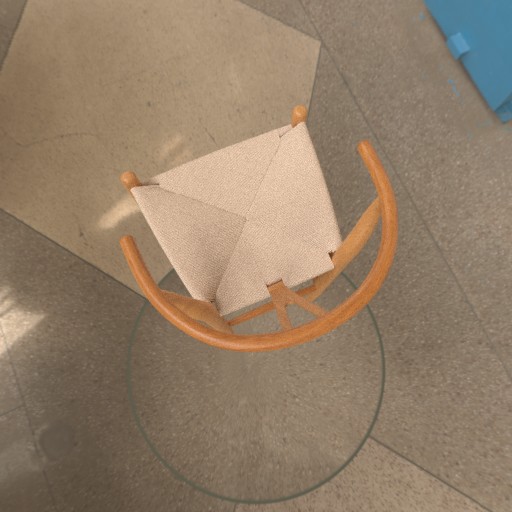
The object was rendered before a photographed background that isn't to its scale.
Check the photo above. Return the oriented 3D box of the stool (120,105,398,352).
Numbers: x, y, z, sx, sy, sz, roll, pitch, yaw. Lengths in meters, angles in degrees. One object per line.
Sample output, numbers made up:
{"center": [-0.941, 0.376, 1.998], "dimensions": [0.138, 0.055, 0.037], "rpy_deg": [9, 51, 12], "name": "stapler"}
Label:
{"center": [0.000, 0.000, 1.336], "dimensions": [0.569, 0.970, 0.579], "rpy_deg": [-22, 78, -5], "name": "stool"}
